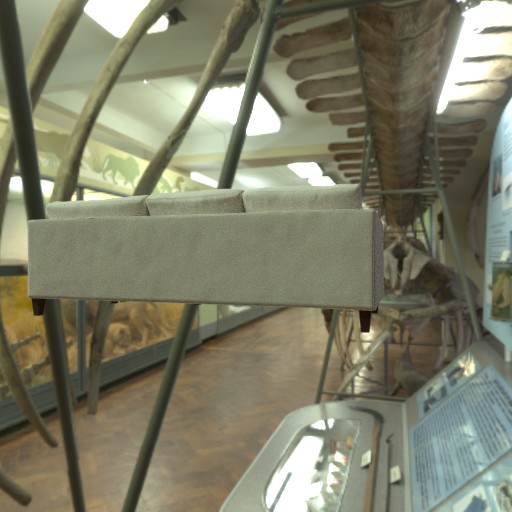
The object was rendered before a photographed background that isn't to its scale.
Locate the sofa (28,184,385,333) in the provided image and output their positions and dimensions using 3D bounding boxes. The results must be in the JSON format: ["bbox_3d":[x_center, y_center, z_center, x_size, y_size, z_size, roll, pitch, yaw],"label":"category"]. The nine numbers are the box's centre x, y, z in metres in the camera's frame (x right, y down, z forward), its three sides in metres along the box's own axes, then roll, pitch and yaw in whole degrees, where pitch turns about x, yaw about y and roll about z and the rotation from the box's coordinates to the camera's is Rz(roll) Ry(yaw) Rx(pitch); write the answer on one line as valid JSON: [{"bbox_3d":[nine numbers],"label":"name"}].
[{"bbox_3d":[0.000,0.000,4.286,2.432,0.863,3.182,0,0,18],"label":"sofa"}]
